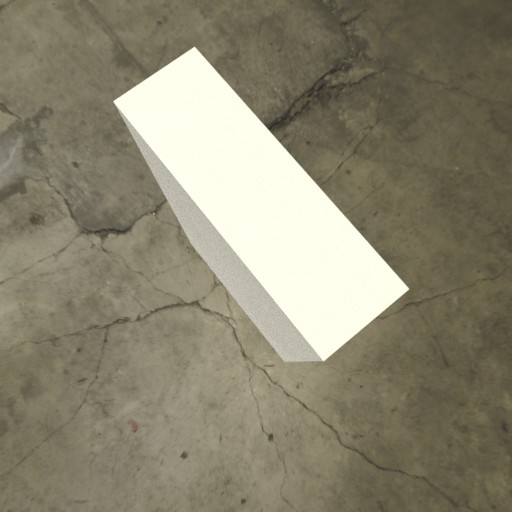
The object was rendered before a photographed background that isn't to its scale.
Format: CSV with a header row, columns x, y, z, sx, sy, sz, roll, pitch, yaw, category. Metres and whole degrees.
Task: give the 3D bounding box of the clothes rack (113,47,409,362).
x,y,z,sx,sy,sz,roll,pitch,yaw,category
0.000,0.000,1.600,0.250,1.280,0.750,-38,79,-8,clothes rack
